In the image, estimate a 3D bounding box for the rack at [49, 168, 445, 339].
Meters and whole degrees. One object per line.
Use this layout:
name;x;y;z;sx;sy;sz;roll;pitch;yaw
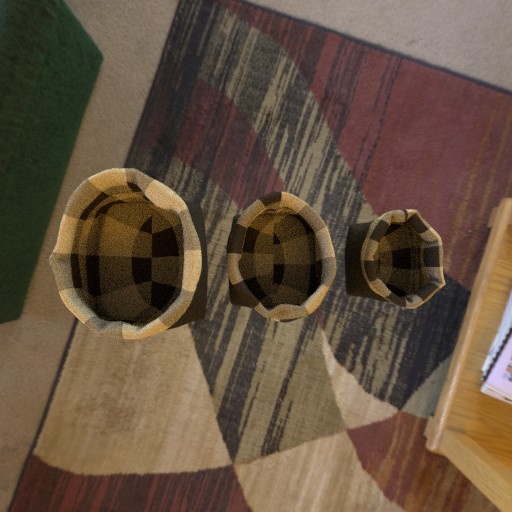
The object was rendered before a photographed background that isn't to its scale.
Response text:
rack;0.000;0.000;1.072;0.889;0.329;0.370;0;89;-1
